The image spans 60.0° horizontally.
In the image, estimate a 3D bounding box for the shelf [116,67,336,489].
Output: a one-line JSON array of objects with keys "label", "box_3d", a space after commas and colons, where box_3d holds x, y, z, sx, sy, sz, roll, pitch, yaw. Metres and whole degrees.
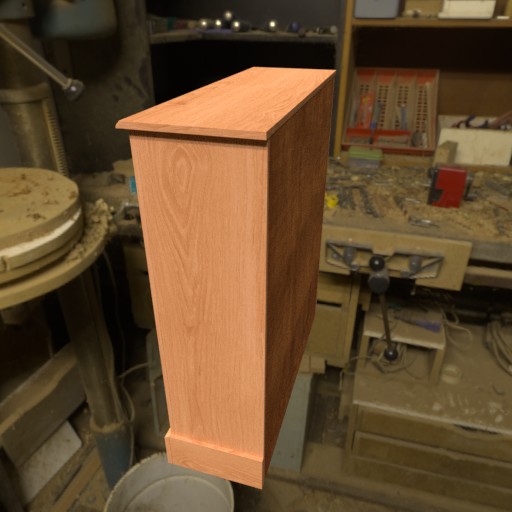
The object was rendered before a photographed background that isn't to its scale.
[{"label": "shelf", "box_3d": [0.000, 0.000, 1.368, 0.291, 0.980, 0.840, 8, 31, 15]}]
